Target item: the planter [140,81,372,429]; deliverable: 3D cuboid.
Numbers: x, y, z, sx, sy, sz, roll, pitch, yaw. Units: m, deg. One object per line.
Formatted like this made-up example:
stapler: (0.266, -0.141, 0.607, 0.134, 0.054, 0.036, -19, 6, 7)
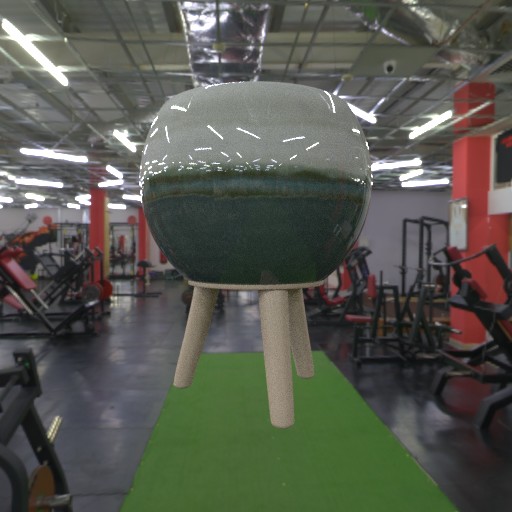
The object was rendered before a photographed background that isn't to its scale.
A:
planter: (0.000, 0.000, 0.438, 0.222, 0.278, 0.222, 0, 1, 0)
